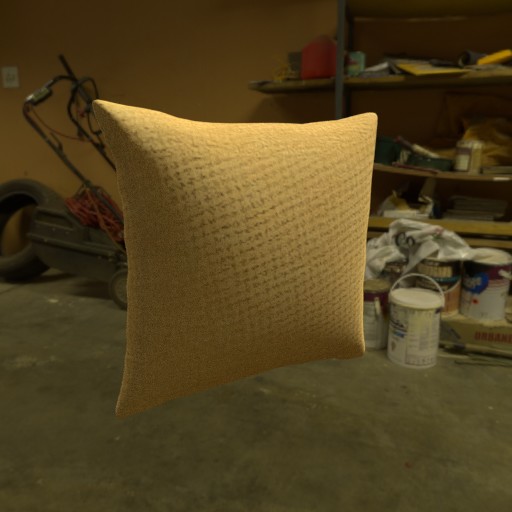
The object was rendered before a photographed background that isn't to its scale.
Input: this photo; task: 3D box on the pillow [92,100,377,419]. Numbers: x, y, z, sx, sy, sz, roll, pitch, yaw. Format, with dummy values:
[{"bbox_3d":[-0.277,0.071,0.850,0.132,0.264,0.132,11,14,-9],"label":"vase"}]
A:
[{"bbox_3d":[0.000,0.000,0.637,0.419,0.407,0.173,-7,15,-25],"label":"pillow"}]
